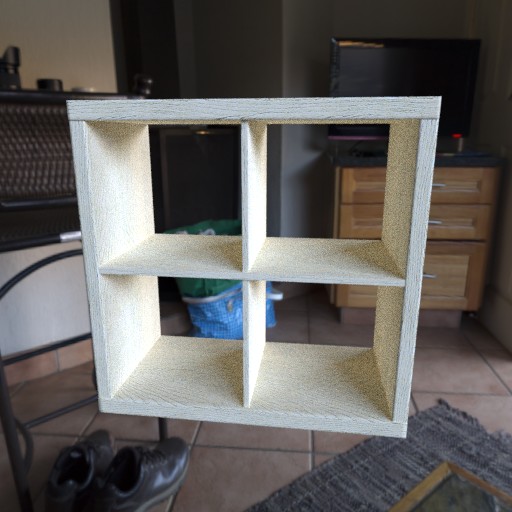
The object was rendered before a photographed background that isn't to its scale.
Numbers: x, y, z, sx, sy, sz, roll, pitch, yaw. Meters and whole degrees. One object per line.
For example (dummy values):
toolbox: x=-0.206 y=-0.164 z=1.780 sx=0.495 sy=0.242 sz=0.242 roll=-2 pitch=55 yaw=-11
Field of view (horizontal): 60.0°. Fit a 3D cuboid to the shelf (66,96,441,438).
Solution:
shelf: x=0.000 y=0.000 z=1.214 sx=0.790 sy=0.786 sz=0.390 roll=2 pitch=15 yaw=7
